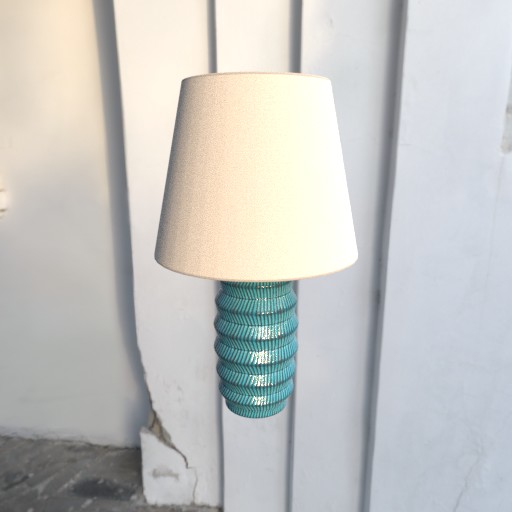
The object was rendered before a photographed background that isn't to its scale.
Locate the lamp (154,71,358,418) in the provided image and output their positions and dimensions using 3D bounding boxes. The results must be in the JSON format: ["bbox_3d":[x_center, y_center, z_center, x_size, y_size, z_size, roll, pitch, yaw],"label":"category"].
[{"bbox_3d":[0.000,0.000,0.793,0.355,0.582,0.355,0,15,0],"label":"lamp"}]
